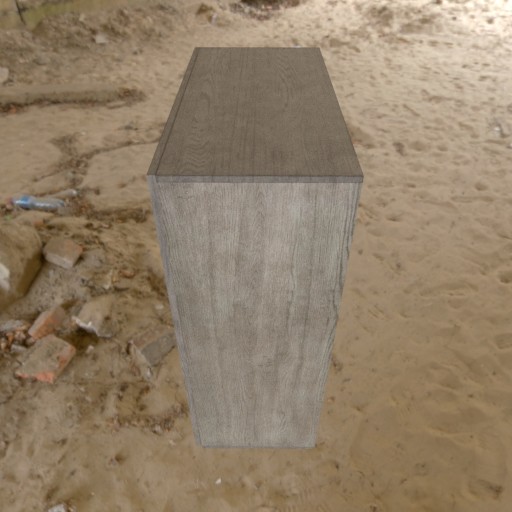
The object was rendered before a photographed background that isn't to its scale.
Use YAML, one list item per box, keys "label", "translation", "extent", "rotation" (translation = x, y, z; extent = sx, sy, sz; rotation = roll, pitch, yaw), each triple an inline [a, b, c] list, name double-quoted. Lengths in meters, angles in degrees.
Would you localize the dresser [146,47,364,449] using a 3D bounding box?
- label: "dresser"
  translation: [0.000, 0.000, 1.767]
  extent: [0.483, 1.295, 0.967]
  rotation: [0, 41, 0]
